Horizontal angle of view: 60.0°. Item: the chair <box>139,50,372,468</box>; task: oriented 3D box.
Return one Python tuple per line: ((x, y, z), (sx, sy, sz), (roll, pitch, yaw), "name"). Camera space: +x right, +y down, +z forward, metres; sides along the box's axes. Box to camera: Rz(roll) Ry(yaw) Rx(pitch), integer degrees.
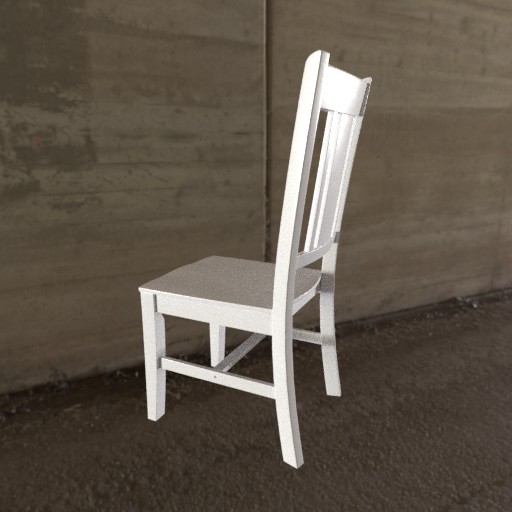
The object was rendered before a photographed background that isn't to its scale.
((0.000, 0.000, 1.297), (0.555, 0.998, 0.450), (7, 16, 25), "chair")
